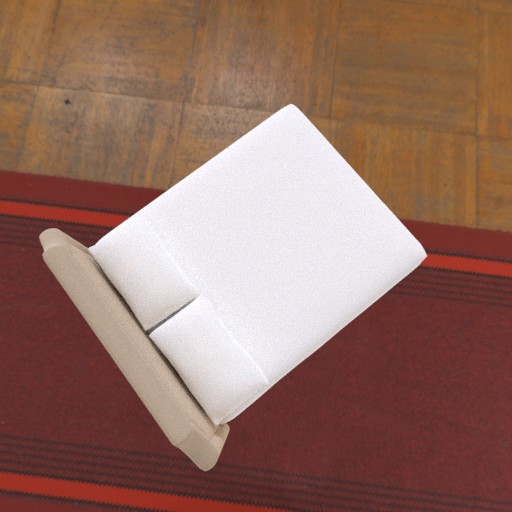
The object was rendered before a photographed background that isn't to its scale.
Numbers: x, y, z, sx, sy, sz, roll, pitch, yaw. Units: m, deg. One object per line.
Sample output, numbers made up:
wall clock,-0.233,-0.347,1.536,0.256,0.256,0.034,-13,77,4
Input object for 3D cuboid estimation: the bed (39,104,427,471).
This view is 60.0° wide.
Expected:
bed,0.000,0.000,3.285,2.204,1.301,1.828,-38,80,-8
